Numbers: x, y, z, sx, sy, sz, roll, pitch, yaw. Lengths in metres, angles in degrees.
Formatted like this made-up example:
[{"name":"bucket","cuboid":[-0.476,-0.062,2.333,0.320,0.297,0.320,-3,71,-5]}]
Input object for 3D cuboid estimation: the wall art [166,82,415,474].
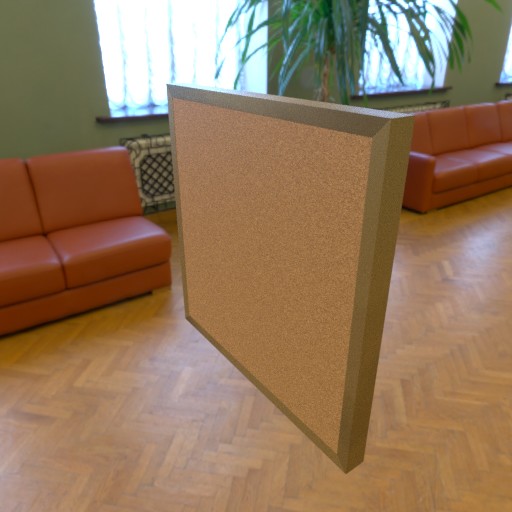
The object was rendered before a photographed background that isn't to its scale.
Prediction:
[{"name":"wall art","cuboid":[0.000,0.000,0.741,0.038,0.508,0.507,-17,31,-32]}]
